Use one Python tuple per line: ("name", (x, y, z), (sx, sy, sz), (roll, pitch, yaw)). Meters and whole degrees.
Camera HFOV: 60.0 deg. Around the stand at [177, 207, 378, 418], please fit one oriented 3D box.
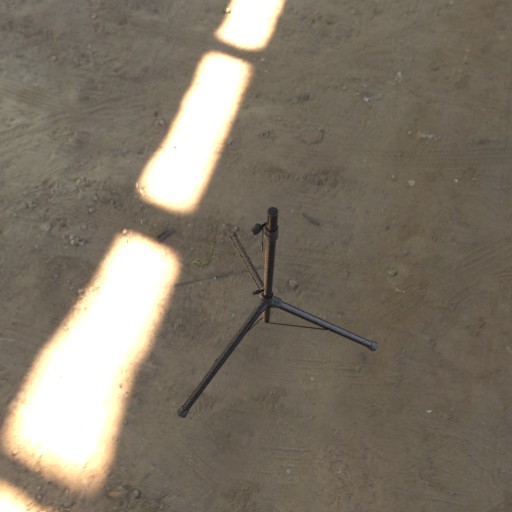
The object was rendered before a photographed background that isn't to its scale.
("stand", (0.000, 0.000, 1.877), (1.045, 1.136, 0.907), (-15, 64, -8))
